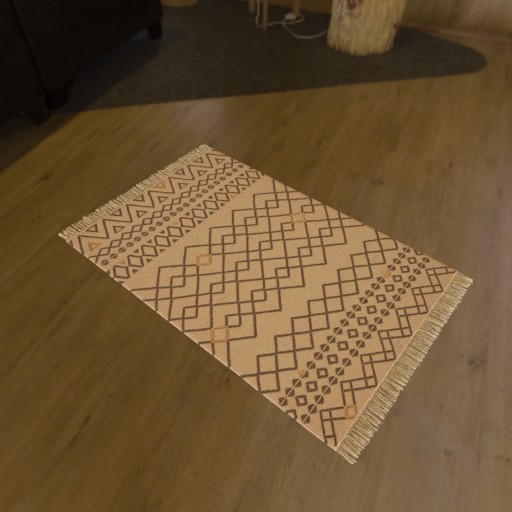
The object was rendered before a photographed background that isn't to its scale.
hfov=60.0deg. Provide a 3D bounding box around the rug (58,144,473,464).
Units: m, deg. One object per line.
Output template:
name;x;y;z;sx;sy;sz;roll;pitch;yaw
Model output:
rug;0.000;0.000;2.478;2.023;0.028;1.224;31;55;26
